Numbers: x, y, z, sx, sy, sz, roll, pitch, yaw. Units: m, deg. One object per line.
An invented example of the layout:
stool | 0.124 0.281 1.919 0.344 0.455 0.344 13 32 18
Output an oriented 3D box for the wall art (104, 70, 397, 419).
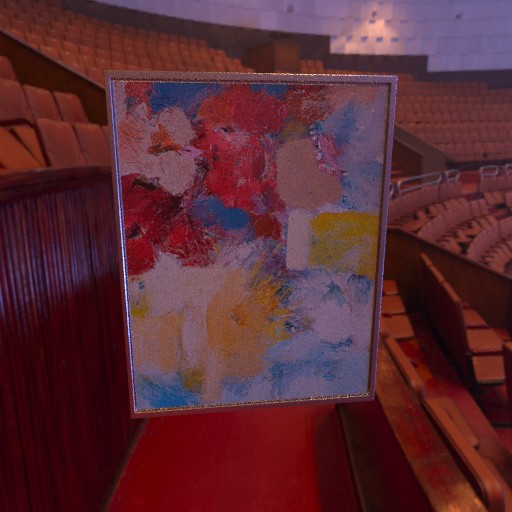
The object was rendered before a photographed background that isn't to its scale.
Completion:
wall art | 0.000 0.000 1.365 0.816 1.046 0.030 -2 14 -7
